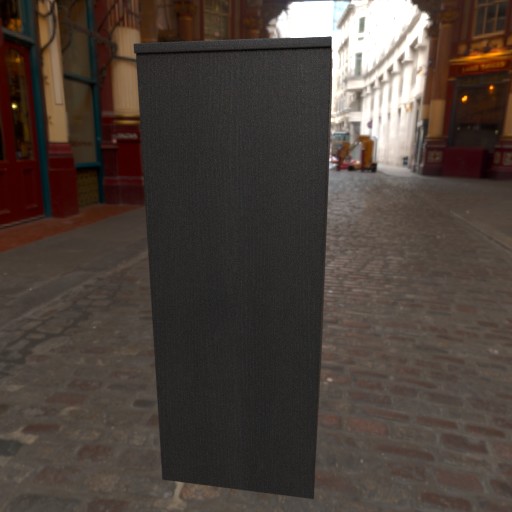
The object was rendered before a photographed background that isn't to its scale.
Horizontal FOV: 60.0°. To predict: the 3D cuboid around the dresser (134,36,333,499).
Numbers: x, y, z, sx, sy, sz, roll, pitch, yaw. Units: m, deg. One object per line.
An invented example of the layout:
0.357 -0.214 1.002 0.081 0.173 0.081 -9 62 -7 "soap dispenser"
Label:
0.000 0.000 1.298 0.398 1.020 0.700 2 15 9 "dresser"
